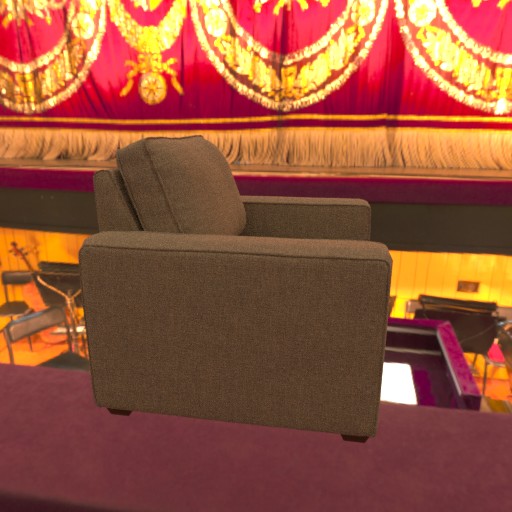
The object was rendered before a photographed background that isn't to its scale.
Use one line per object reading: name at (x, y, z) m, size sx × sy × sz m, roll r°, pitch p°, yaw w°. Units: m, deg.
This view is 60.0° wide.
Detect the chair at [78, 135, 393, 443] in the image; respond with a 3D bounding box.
chair at (0.000, 0.000, 1.741) m, size 0.940 × 0.914 × 1.016 m, roll 3°, pitch 17°, yaw 9°
